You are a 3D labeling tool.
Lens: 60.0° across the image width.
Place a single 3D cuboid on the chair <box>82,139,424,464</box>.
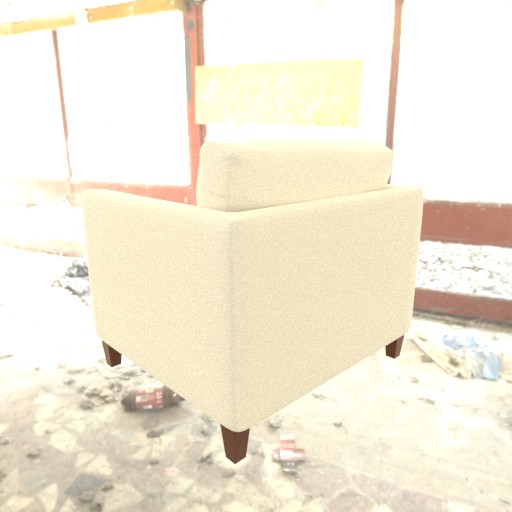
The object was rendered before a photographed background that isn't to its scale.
[{"bbox_3d":[0.000,0.000,1.723,1.019,0.885,0.878,-14,21,-42],"label":"chair"}]
